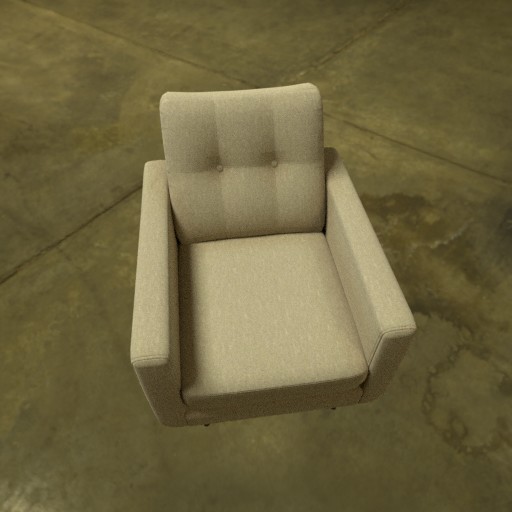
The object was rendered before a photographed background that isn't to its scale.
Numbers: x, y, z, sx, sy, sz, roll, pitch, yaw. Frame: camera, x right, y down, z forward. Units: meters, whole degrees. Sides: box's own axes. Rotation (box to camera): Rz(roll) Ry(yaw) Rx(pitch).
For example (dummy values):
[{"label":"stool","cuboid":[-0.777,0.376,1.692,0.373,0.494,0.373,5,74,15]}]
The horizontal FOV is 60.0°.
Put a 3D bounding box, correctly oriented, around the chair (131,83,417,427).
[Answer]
[{"label":"chair","cuboid":[0.000,0.000,1.818,0.897,0.965,1.128,-6,48,-5]}]
